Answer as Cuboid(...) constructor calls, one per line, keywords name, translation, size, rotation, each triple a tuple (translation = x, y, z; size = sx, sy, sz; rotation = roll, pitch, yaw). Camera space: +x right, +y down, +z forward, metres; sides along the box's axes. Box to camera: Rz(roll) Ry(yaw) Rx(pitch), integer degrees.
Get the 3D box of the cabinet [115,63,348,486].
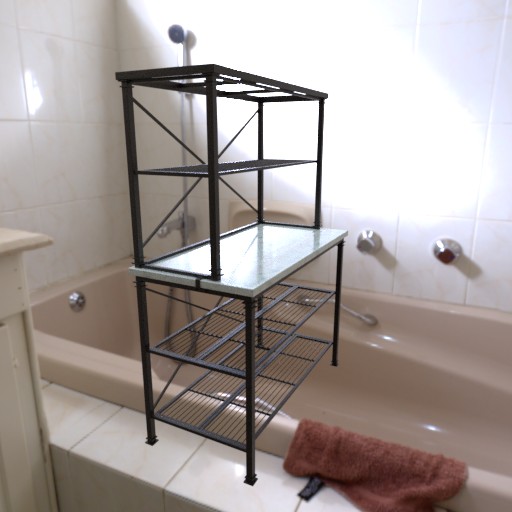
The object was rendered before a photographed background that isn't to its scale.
Cuboid(name="cabinet", translation=(0.000, 0.000, 2.280), size=(0.610, 1.659, 1.210), rotation=(8, 17, 27))
